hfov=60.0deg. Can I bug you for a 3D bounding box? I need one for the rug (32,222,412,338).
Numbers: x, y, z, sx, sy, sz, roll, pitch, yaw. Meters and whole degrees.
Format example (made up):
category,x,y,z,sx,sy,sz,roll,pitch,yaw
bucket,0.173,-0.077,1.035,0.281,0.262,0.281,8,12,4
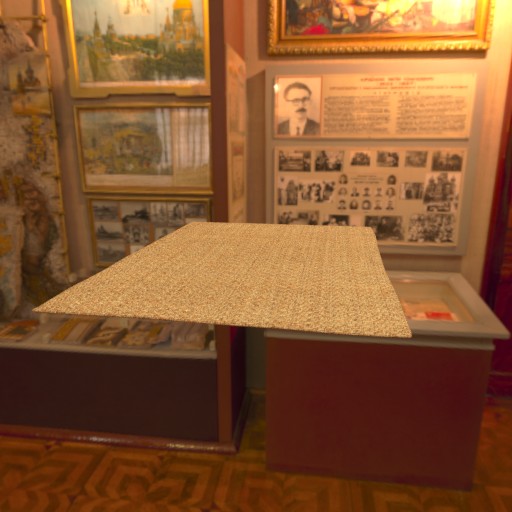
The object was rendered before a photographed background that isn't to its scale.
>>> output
category,x,y,z,sx,sy,sz,roll,pitch,yaw
rug,0.000,0.000,2.742,1.566,0.013,2.141,2,15,9
